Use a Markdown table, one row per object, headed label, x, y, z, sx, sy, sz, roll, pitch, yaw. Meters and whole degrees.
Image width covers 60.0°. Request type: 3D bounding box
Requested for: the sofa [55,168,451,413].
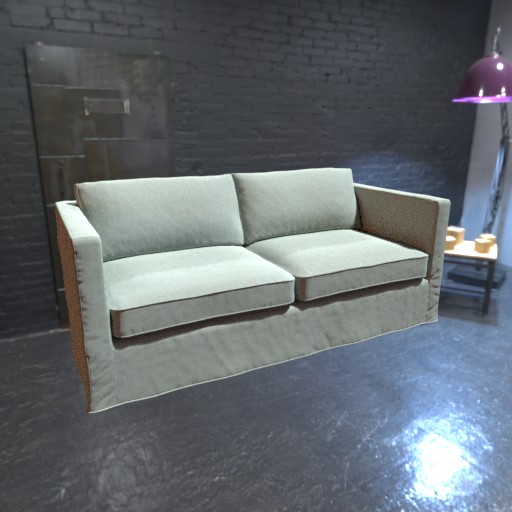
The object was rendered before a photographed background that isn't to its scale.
| label | x | y | z | sx | sy | sz | roll | pitch | yaw |
| --- | --- | --- | --- | --- | --- | --- | --- | --- | --- |
| sofa | 0.000 | 0.000 | 2.476 | 1.987 | 0.870 | 0.940 | -8 | 18 | -26 |
